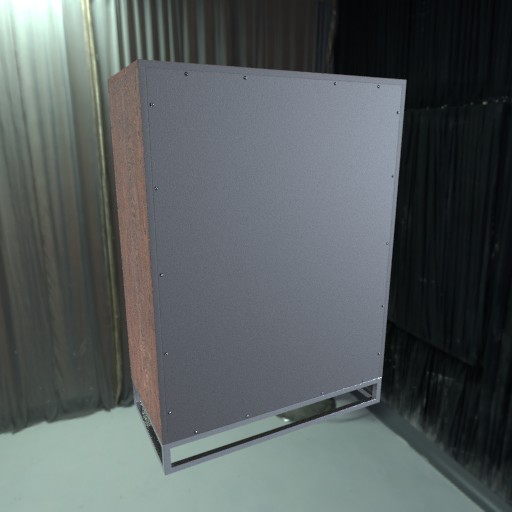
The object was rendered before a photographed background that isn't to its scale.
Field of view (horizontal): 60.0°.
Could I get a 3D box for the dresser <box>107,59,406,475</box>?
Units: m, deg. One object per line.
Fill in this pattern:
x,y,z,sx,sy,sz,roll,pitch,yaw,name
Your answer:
0.000,0.000,1.776,0.965,1.321,0.508,-8,17,-26,dresser
